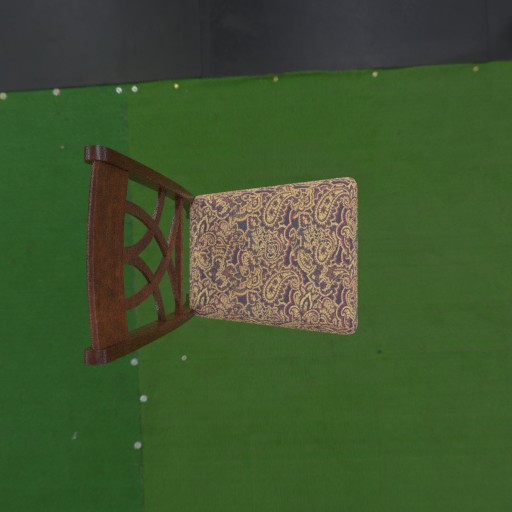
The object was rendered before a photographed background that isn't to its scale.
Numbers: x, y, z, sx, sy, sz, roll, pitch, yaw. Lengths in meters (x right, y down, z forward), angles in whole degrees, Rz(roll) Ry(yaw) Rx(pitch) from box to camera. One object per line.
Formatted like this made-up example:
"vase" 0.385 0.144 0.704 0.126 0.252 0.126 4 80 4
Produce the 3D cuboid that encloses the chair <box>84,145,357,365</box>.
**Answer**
"chair" 0.000 0.000 1.250 0.584 0.965 0.457 0 90 2
